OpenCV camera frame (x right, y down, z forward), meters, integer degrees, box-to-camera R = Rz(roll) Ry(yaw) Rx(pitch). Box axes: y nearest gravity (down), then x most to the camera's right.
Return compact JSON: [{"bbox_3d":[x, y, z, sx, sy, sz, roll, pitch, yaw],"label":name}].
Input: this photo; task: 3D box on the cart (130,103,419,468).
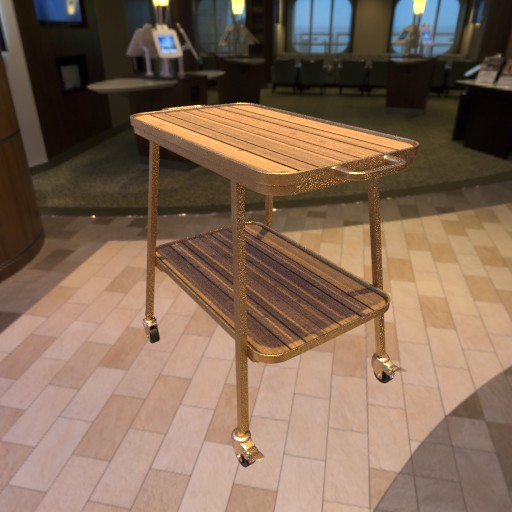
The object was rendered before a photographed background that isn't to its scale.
[{"bbox_3d":[0.000,0.000,1.231,0.524,0.700,0.806,-18,32,-30],"label":"cart"}]
